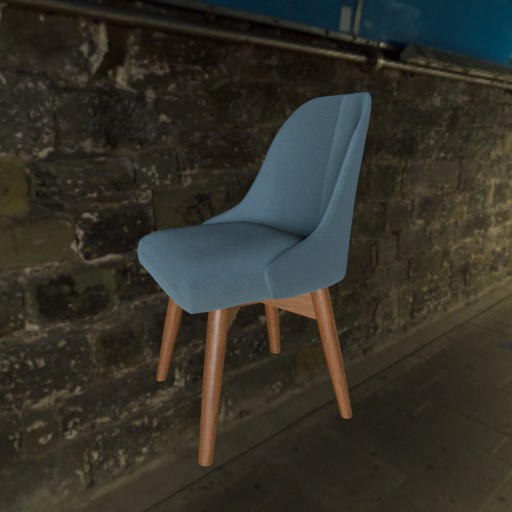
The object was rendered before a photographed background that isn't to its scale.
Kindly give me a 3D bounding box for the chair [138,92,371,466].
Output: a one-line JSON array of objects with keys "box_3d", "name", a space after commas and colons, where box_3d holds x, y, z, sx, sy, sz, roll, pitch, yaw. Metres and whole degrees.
[{"box_3d": [0.000, 0.000, 1.257, 0.589, 0.882, 0.503, -8, 17, -25], "name": "chair"}]
